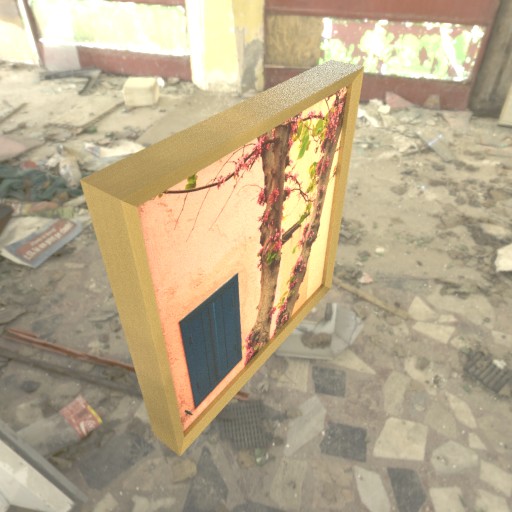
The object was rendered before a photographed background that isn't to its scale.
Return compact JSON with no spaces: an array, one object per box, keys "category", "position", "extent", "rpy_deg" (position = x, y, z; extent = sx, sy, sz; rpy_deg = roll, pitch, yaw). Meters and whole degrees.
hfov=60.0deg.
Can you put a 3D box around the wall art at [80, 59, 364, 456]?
[{"category":"wall art","position":[0.000,0.000,0.451],"extent":[0.038,0.305,0.304],"rpy_deg":[26,46,28]}]
